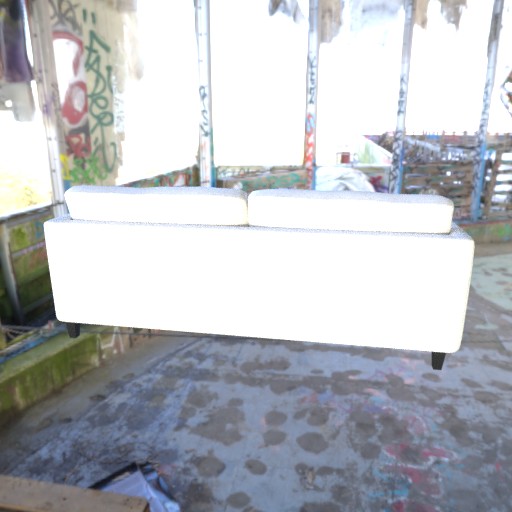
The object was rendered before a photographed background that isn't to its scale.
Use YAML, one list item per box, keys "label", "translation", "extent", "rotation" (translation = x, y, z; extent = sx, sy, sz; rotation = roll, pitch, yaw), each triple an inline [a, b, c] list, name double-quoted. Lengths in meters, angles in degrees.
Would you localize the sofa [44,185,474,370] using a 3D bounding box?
- label: "sofa"
  translation: [0.000, 0.000, 2.935]
  extent: [2.434, 0.965, 0.948]
  rotation: [3, 17, 10]
